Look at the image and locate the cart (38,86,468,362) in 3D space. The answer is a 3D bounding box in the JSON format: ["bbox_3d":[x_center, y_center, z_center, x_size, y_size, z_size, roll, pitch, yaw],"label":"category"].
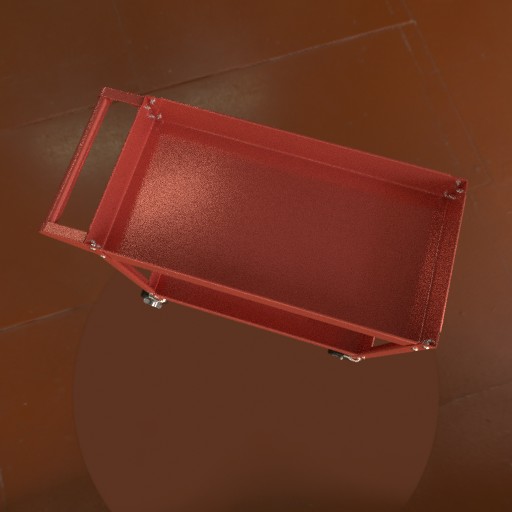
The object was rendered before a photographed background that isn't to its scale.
[{"bbox_3d":[0.000,0.000,1.190,0.779,0.719,0.366,16,76,4],"label":"cart"}]
